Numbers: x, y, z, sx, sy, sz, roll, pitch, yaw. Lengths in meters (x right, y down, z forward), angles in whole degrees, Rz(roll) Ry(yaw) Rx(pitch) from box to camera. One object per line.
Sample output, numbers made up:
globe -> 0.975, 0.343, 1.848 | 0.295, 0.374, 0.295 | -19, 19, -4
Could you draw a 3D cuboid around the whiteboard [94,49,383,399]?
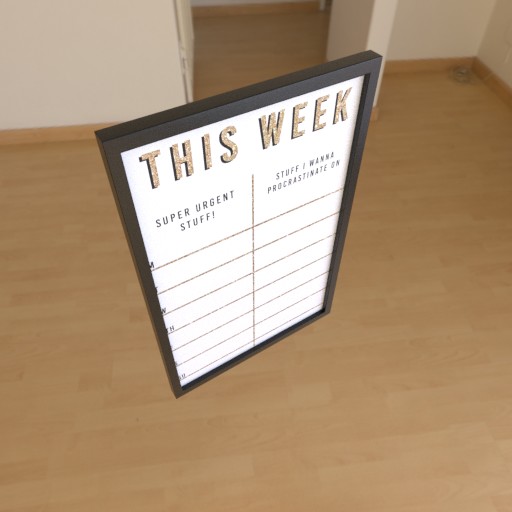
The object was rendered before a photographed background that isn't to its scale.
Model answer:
whiteboard -> 0.000, 0.000, 0.776 | 0.406, 0.611, 0.026 | -25, 52, -22
